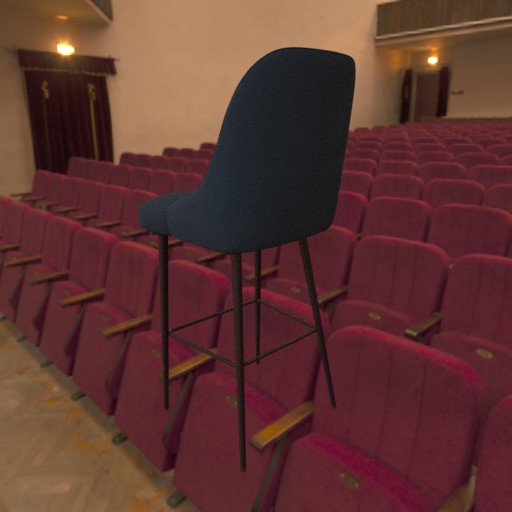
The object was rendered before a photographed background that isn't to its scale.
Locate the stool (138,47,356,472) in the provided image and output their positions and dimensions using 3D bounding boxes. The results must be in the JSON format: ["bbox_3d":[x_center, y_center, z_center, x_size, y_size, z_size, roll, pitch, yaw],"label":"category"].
[{"bbox_3d":[0.000,0.000,1.330,0.527,1.079,0.489,-15,22,-41],"label":"stool"}]
